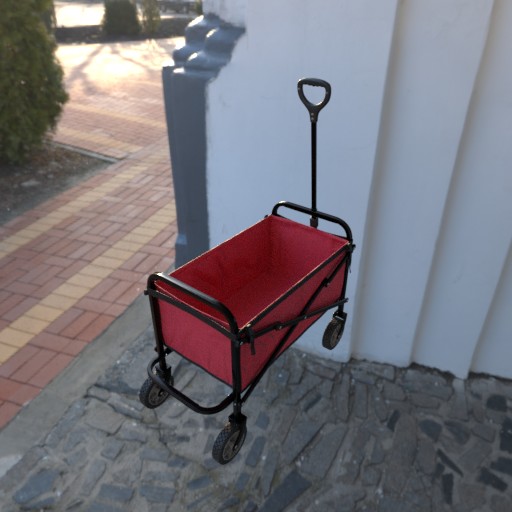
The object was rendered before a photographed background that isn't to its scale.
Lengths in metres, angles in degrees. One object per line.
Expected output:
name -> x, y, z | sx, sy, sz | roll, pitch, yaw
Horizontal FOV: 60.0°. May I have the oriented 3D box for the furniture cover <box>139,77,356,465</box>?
furniture cover -> 0.000, 0.000, 1.844 | 0.532, 1.295, 1.038 | 22, 38, 32
